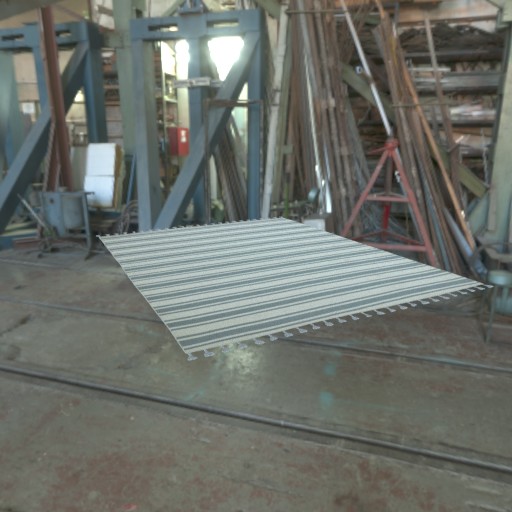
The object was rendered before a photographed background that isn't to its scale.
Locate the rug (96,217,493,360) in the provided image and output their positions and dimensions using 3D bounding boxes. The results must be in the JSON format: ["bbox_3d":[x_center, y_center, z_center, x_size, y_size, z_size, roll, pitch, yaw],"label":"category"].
[{"bbox_3d":[0.000,0.000,4.187,2.439,0.005,3.201,-8,18,-26],"label":"rug"}]
